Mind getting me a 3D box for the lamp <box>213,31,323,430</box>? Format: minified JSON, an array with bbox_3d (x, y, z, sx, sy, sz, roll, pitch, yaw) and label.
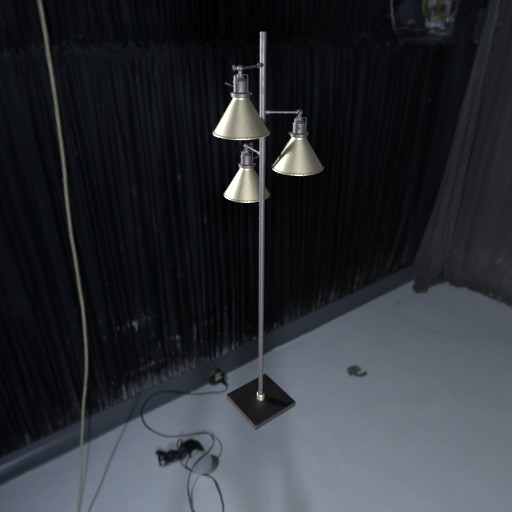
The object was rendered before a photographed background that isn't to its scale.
[{"bbox_3d":[0.000,0.000,1.895,0.428,1.716,0.415,-20,35,-32],"label":"lamp"}]
